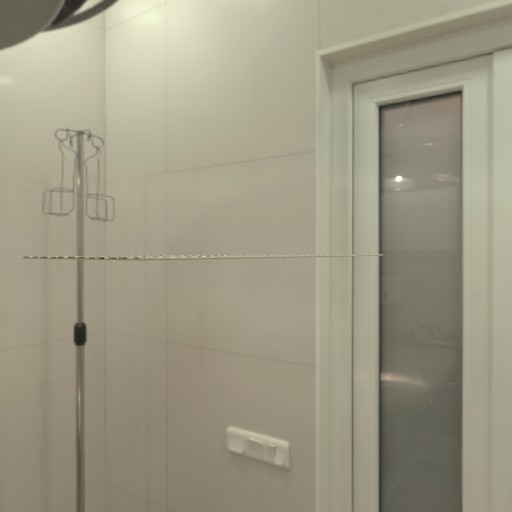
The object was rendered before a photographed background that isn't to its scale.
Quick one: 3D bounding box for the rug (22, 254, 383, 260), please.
[{"bbox_3d":[0.000,0.000,2.678,0.750,0.009,2.435,0,1,35],"label":"rug"}]
